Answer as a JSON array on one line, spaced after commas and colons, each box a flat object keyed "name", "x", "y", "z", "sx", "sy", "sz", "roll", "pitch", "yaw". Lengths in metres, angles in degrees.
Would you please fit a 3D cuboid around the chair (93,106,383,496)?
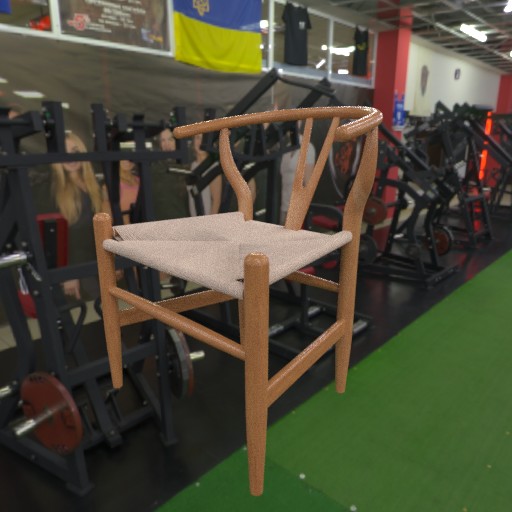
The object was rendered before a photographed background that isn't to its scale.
[{"name": "chair", "x": 0.000, "y": 0.000, "z": 1.115, "sx": 0.569, "sy": 0.730, "sz": 0.579, "roll": 15, "pitch": 22, "yaw": 42}]
